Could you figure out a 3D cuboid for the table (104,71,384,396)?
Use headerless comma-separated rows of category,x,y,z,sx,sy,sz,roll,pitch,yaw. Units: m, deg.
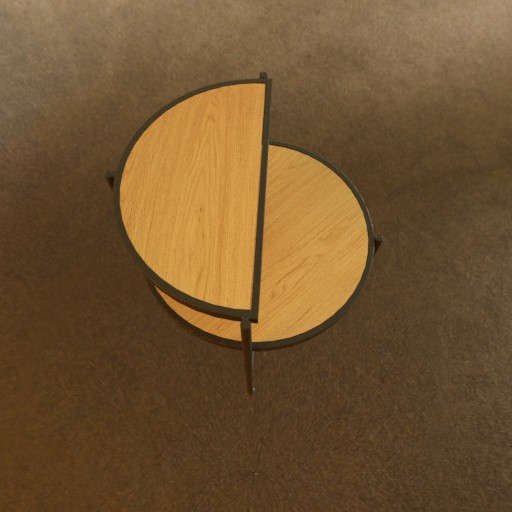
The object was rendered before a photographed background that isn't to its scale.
table,0.000,0.000,1.197,0.628,0.684,0.629,3,64,1
